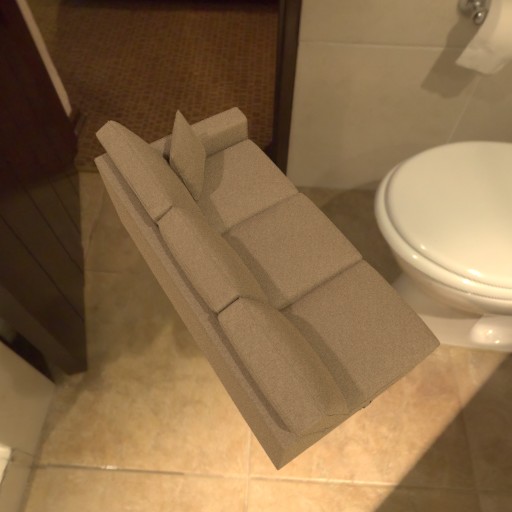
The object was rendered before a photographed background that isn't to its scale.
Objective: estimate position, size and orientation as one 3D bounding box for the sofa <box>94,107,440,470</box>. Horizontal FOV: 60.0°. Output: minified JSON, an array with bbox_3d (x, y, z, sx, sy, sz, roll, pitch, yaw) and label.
[{"bbox_3d":[0.000,0.000,2.547,1.034,0.946,1.963,-29,62,-17],"label":"sofa"}]
